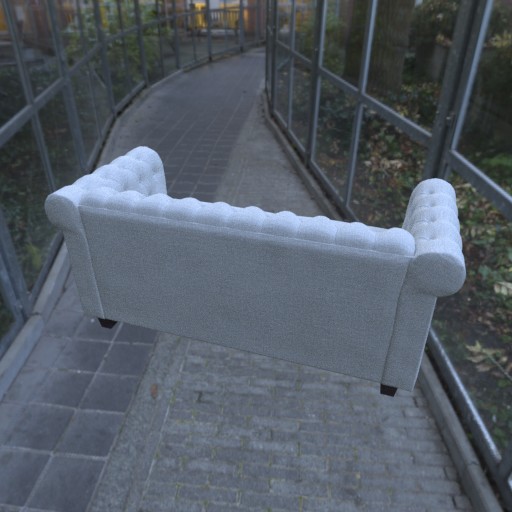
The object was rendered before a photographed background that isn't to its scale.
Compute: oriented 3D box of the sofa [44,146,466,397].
[{"bbox_3d":[0.000,0.000,2.255,1.798,0.797,0.783,10,32,16],"label":"sofa"}]
